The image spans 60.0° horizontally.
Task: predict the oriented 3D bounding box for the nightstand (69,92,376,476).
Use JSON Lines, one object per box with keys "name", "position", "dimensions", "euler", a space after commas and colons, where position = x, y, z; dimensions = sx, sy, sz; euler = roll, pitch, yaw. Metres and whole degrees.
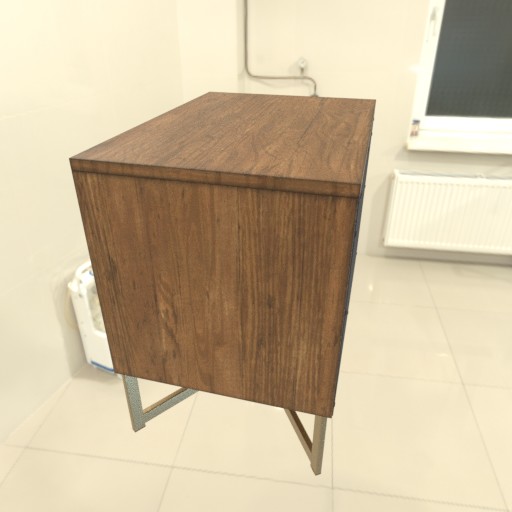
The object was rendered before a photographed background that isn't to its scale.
{"name": "nightstand", "position": [0.000, 0.000, 1.025], "dimensions": [0.446, 0.610, 0.610], "euler": [8, 30, 13]}
